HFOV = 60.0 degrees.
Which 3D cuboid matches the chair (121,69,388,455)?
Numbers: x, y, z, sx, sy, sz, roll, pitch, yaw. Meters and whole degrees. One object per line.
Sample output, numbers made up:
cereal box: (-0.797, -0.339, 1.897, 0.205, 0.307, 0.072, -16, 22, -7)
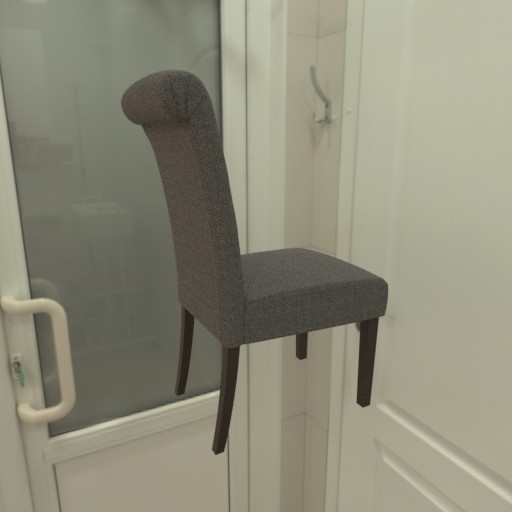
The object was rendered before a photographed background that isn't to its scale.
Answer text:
chair: (0.000, 0.000, 1.361, 0.671, 1.006, 0.456, -8, 17, -27)
